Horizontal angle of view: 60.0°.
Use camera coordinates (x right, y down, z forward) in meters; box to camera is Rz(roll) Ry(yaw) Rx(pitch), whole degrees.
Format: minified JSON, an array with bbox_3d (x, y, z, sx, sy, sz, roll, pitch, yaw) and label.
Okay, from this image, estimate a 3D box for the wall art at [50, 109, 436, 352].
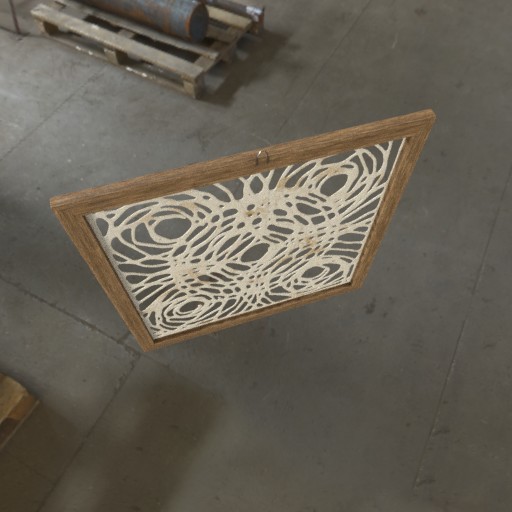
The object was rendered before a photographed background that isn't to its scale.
[{"bbox_3d":[0.000,0.000,0.852,0.561,0.576,0.021,-15,60,-9],"label":"wall art"}]
